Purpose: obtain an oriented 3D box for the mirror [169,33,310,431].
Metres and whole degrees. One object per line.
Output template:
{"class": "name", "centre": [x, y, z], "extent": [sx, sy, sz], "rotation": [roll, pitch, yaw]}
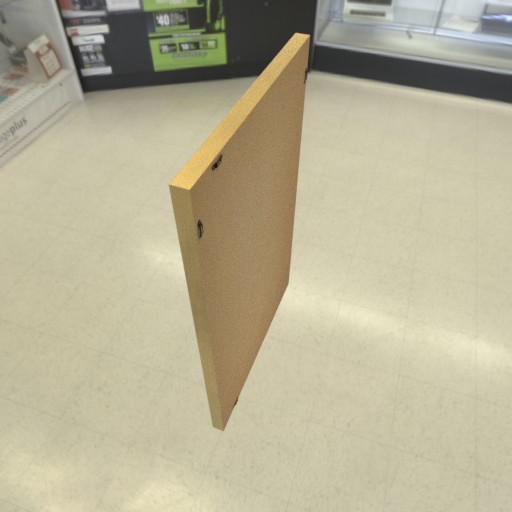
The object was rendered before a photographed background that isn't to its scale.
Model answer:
{"class": "mirror", "centre": [0.000, 0.000, 1.179], "extent": [0.040, 0.915, 0.609], "rotation": [16, 49, 14]}
